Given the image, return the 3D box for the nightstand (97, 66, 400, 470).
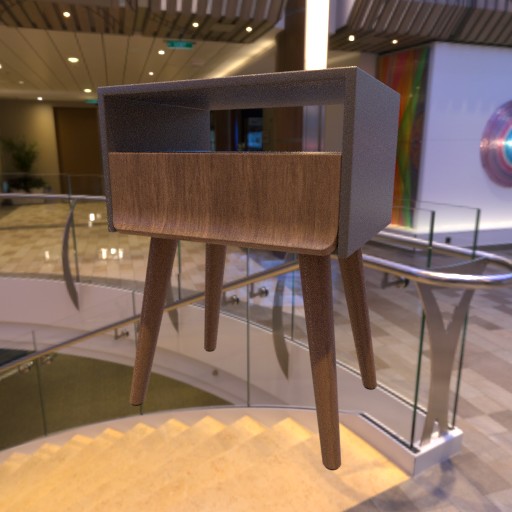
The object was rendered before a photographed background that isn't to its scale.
[{"bbox_3d":[0.000,0.000,0.720,0.370,0.508,0.288,7,15,26],"label":"nightstand"}]
